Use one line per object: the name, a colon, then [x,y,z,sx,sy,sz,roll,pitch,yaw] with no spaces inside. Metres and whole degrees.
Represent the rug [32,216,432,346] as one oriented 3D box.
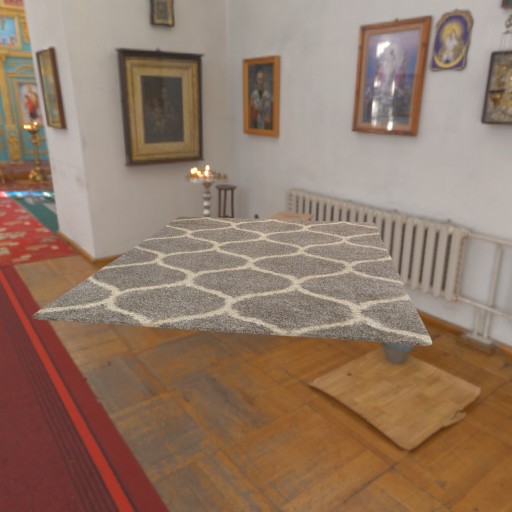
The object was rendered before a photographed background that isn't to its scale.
rug: [0.000,0.000,4.000,2.399,0.026,3.000,2,17,8]
